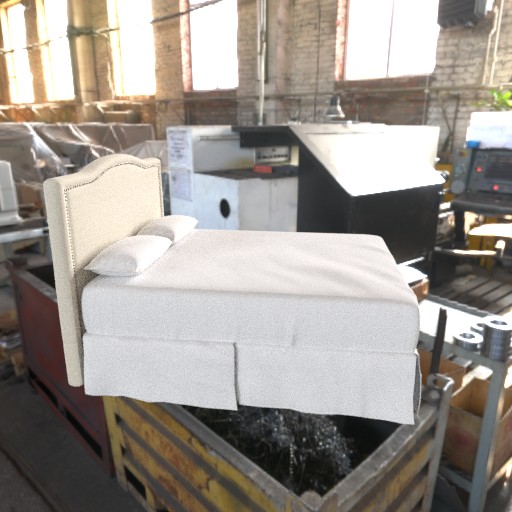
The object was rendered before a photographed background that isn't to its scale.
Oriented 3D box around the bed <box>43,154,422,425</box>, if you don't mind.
[{"bbox_3d":[0.000,0.000,3.281,2.196,1.449,1.741,2,17,7],"label":"bed"}]
